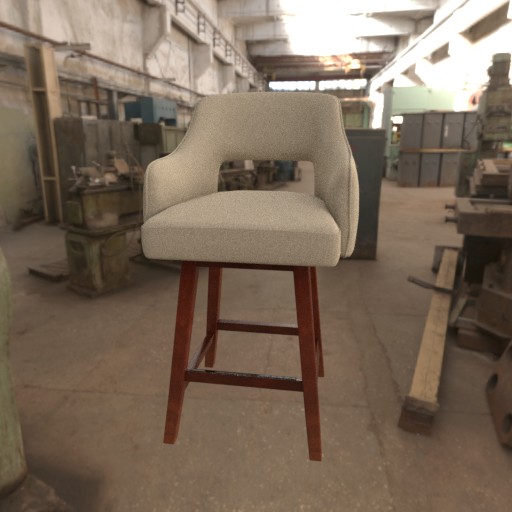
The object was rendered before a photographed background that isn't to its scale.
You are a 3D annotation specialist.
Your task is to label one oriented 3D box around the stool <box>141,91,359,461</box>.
[{"bbox_3d":[0.000,0.000,1.282,0.550,0.936,0.560,3,16,9],"label":"stool"}]
